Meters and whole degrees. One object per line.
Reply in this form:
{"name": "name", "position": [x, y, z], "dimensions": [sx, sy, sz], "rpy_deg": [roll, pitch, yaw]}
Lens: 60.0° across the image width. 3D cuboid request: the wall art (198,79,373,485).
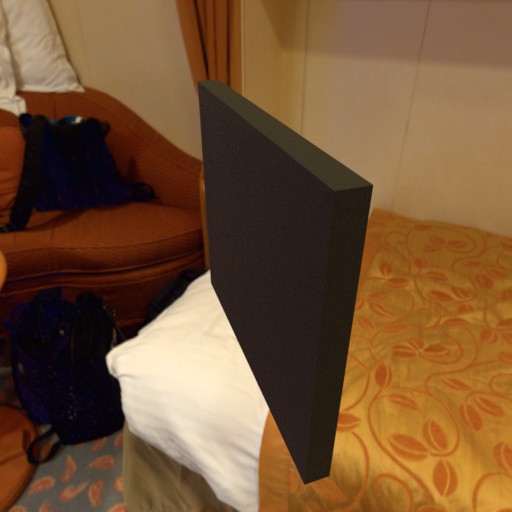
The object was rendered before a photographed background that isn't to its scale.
{"name": "wall art", "position": [0.000, 0.000, 0.529], "dimensions": [0.029, 0.330, 0.381], "rpy_deg": [-11, 34, -17]}
